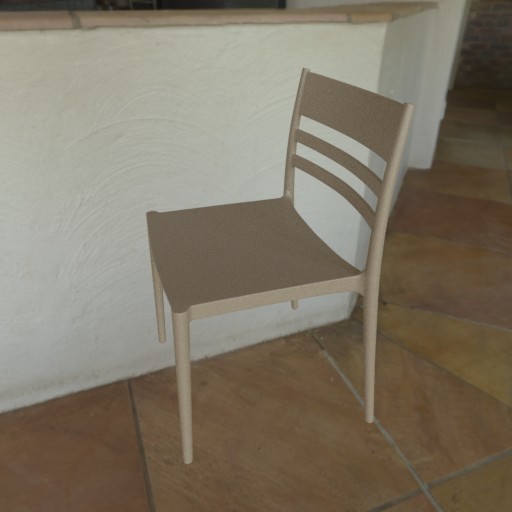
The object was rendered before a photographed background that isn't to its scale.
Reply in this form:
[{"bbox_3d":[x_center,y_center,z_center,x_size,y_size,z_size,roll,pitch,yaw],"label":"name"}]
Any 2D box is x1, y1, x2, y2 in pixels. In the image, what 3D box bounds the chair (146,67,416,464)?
[{"bbox_3d":[0.000,0.000,1.107,0.511,0.800,0.531,-9,32,-15],"label":"chair"}]
